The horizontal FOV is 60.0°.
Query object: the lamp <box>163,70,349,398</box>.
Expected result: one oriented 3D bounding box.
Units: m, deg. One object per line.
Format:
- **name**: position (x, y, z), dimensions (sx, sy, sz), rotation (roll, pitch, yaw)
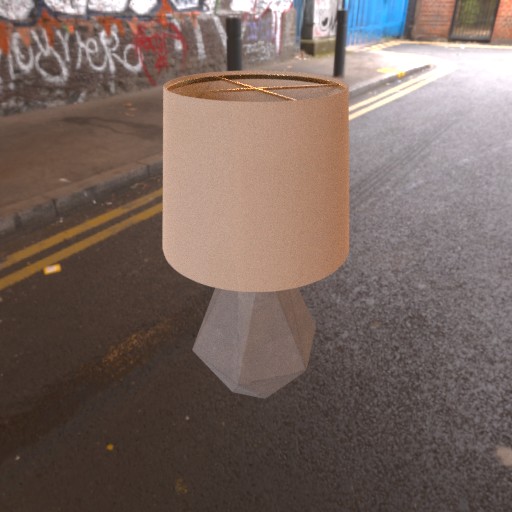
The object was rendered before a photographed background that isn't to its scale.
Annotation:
- **lamp**: position (0.000, 0.000, 0.682), dimensions (0.276, 0.501, 0.276), rotation (0, 30, 0)
